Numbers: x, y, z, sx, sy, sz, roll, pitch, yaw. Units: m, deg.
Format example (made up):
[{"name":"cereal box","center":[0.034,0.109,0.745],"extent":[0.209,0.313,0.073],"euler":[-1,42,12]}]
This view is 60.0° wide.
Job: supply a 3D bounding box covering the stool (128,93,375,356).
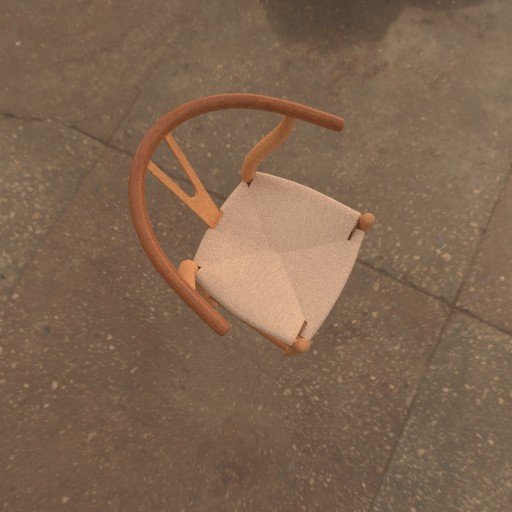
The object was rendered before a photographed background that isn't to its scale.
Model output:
[{"name":"stool","center":[0.000,0.000,1.440],"extent":[0.561,1.068,0.574],"euler":[28,78,7]}]
